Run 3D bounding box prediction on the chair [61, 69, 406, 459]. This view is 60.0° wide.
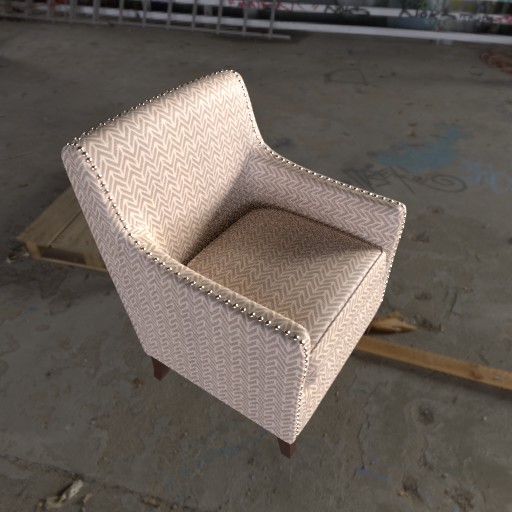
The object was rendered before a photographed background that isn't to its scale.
[{"bbox_3d":[0.000,0.000,1.290,0.651,0.816,0.623,24,47,25],"label":"chair"}]
